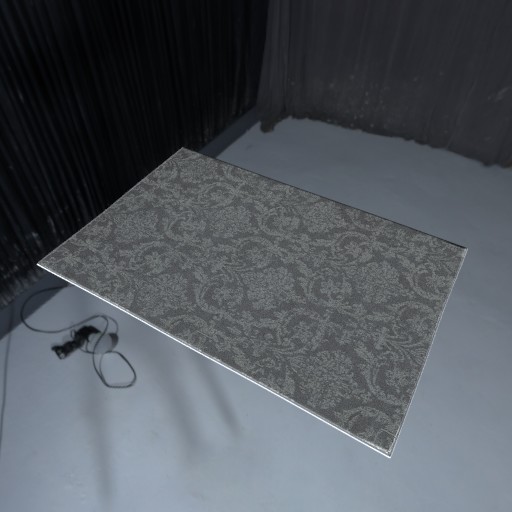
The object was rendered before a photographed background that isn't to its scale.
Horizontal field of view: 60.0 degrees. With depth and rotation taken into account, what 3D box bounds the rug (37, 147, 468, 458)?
[{"bbox_3d":[0.000,0.000,3.382,2.746,0.018,1.819,23,51,20],"label":"rug"}]
